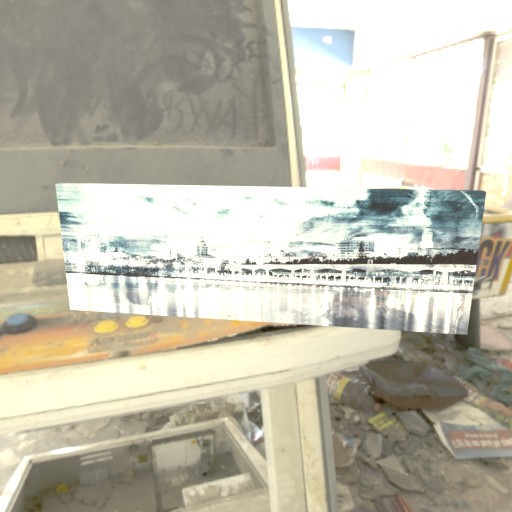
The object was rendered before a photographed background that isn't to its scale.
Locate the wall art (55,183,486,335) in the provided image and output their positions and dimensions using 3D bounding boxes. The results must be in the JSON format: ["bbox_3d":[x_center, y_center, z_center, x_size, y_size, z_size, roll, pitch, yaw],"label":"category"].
[{"bbox_3d":[0.000,0.000,1.639,1.524,0.509,0.037,2,15,9],"label":"wall art"}]
